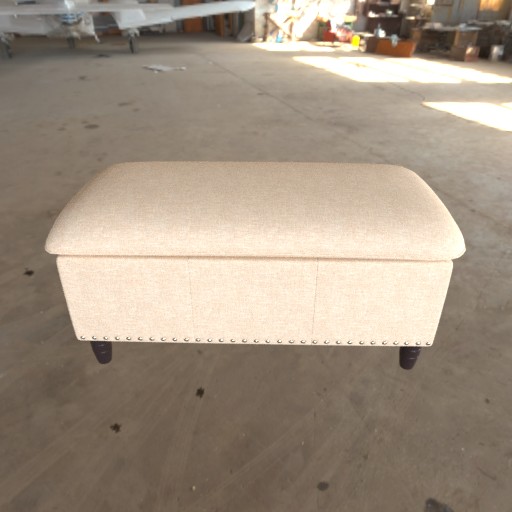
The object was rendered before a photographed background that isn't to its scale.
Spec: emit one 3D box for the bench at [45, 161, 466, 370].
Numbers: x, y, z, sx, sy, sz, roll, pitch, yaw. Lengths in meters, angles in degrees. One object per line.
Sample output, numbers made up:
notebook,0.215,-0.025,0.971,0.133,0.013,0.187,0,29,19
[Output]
bench,0.000,0.000,1.270,0.991,0.483,0.483,1,31,1
